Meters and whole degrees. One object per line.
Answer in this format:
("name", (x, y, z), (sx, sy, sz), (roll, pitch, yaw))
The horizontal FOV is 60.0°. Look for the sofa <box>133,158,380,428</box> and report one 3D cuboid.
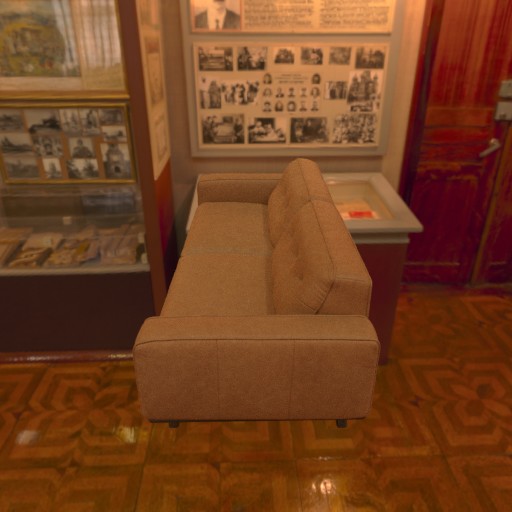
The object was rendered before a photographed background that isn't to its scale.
("sofa", (0.000, 0.000, 2.735), (0.953, 0.780, 2.270), (0, 26, 0))
